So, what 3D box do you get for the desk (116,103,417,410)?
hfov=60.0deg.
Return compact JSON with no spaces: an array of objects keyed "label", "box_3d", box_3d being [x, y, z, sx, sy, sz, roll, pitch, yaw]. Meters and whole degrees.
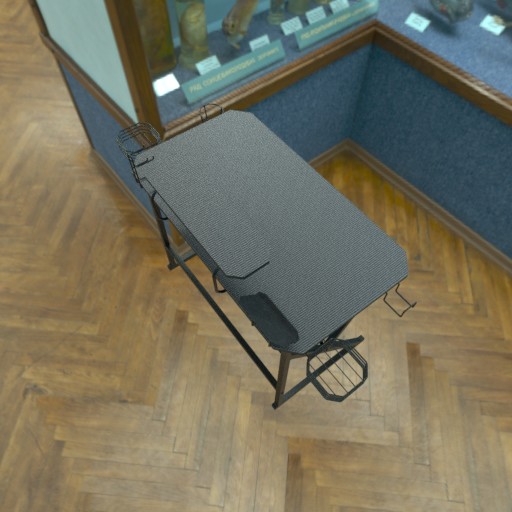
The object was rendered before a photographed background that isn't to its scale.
[{"label":"desk","box_3d":[0.000,0.000,1.761,0.580,0.880,1.290,-32,63,-19]}]
